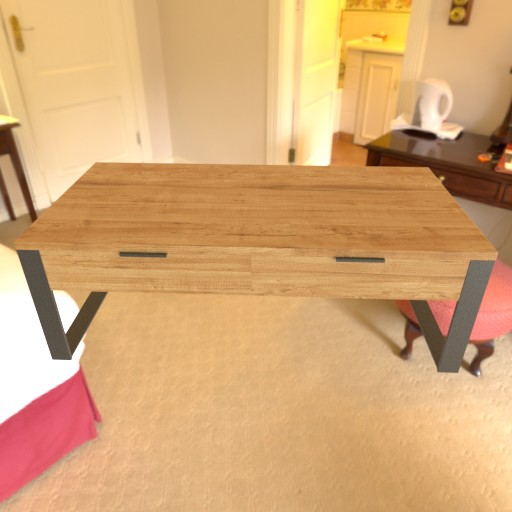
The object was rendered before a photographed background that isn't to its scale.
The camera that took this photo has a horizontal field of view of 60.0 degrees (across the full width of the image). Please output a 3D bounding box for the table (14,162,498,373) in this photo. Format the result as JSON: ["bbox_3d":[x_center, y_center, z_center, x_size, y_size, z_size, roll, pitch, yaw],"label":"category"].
[{"bbox_3d":[0.000,0.000,1.425,1.180,0.400,0.590,1,31,2],"label":"table"}]
